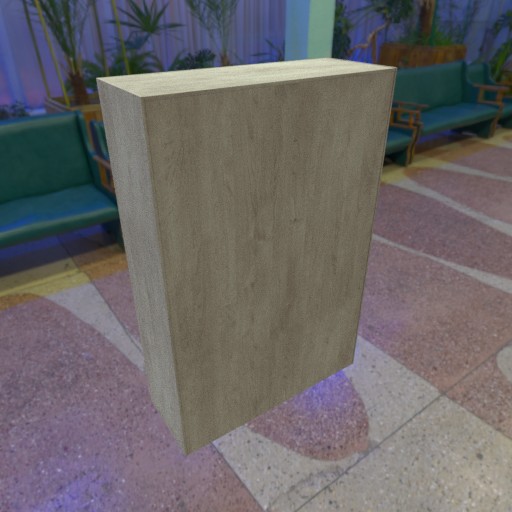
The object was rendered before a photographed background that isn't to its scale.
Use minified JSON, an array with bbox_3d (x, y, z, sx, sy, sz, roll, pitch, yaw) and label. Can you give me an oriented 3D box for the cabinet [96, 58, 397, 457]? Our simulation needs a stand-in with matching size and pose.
[{"bbox_3d":[0.000,0.000,2.471,1.290,1.910,0.510,-19,35,-29],"label":"cabinet"}]
